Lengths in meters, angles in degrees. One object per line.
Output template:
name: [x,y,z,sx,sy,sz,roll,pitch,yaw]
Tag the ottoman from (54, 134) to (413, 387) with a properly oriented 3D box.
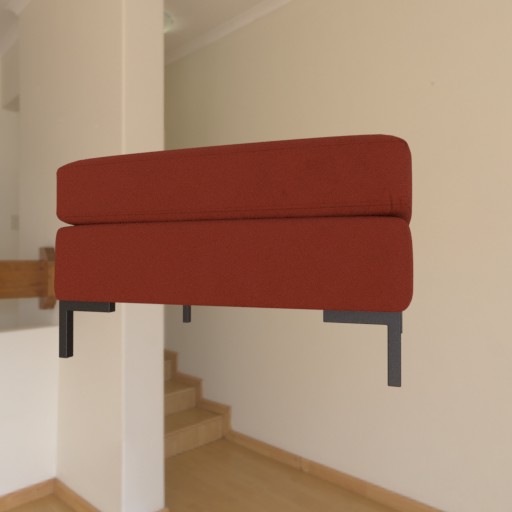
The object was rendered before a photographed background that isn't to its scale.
ottoman: [0.000,0.000,1.174,0.782,0.462,0.650,0,-1,18]
